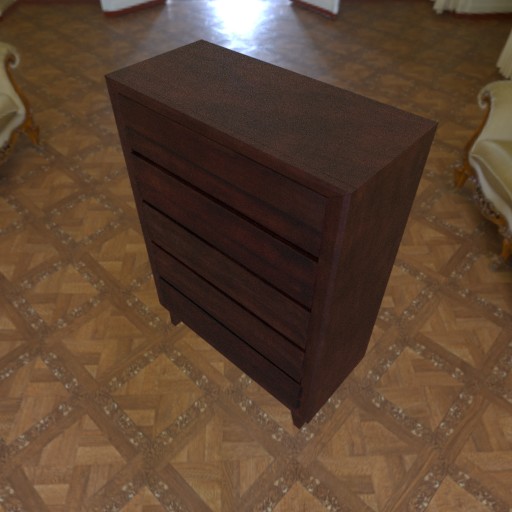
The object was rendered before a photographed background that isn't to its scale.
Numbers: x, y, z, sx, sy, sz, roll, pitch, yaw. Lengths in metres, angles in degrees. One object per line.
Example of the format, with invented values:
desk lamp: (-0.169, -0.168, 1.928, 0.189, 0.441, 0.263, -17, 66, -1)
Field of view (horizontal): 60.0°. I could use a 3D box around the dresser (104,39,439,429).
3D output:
dresser: (0.000, 0.000, 2.033, 1.072, 1.514, 0.506, 32, 53, 28)
